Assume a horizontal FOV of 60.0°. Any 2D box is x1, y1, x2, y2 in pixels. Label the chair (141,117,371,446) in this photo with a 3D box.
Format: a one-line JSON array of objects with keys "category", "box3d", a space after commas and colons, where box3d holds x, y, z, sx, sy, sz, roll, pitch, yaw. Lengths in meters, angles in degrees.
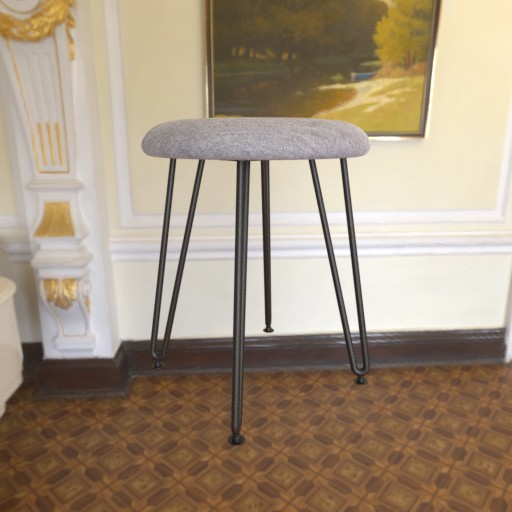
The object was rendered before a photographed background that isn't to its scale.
[{"category": "chair", "box3d": [0.000, 0.000, 0.655, 0.350, 0.386, 0.350, 2, 15, 8]}]
